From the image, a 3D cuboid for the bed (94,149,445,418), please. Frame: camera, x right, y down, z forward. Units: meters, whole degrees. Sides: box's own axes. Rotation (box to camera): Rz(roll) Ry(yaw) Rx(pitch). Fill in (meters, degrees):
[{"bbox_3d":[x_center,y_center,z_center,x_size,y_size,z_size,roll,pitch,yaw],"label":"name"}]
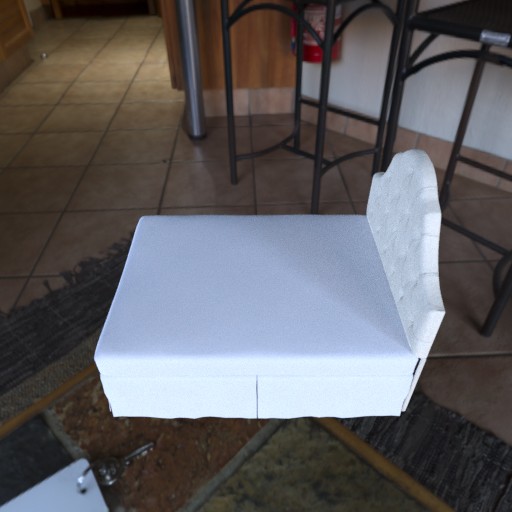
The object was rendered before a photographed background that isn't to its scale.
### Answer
[{"bbox_3d":[0.000,0.000,3.175,2.092,1.575,1.627,0,41,0],"label":"bed"}]
